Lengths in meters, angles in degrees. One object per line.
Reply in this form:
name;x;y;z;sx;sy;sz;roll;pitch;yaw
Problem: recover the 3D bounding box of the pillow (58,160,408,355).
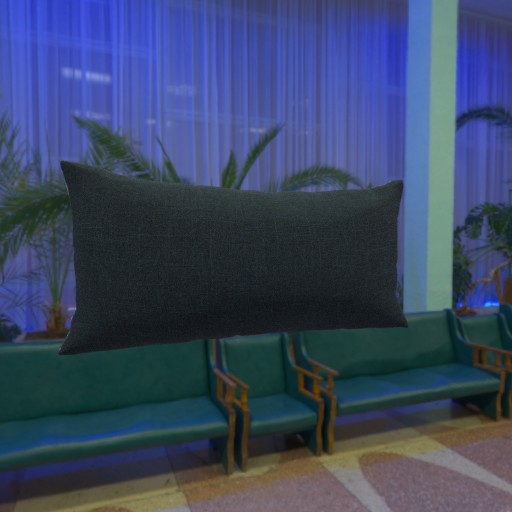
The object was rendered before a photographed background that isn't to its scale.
pillow;0.000;0.000;0.764;0.631;0.292;0.148;-1;2;-19
